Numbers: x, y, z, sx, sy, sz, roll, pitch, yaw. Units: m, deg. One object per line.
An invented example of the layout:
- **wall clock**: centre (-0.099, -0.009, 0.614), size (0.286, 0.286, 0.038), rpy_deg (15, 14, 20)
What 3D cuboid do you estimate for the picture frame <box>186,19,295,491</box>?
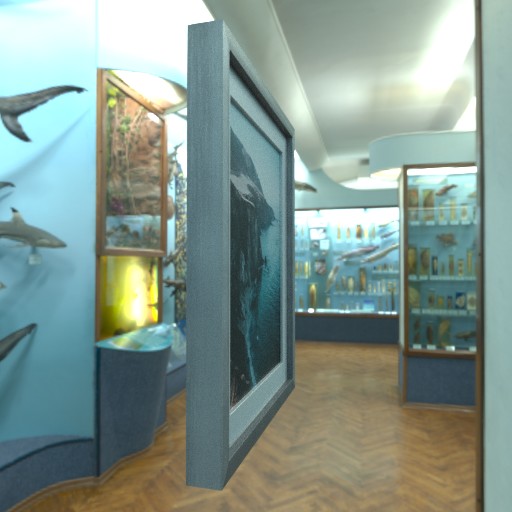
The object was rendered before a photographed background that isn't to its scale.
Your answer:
- **picture frame**: centre (0.000, 0.000, 0.743), size (0.046, 0.555, 0.449), rpy_deg (0, -1, 16)
